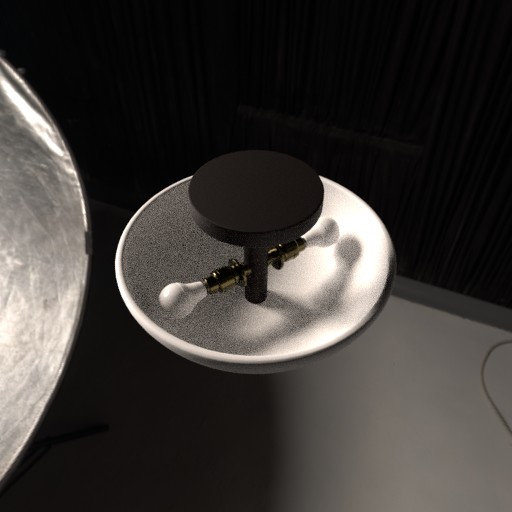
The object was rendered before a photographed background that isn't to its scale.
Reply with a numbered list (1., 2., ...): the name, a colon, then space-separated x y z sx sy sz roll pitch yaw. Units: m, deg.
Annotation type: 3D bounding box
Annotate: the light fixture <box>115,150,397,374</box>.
1. light fixture: 0.000 0.000 0.549 0.331 0.212 0.331 0 45 0
